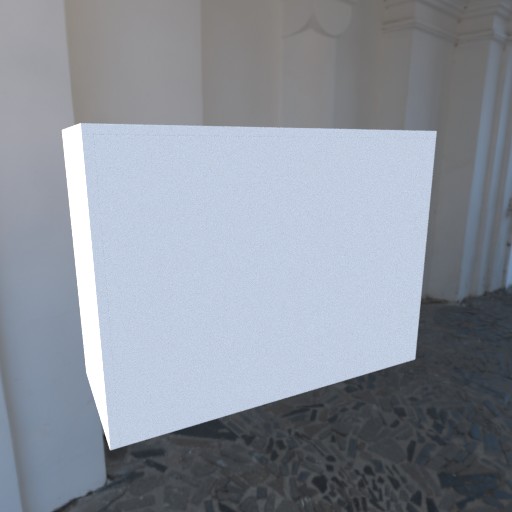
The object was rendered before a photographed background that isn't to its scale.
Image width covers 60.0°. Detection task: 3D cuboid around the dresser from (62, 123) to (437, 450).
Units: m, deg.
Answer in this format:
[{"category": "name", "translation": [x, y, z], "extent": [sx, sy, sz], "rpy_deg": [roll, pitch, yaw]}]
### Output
[{"category": "dresser", "translation": [0.000, 0.000, 1.505], "extent": [1.100, 0.820, 0.460], "rpy_deg": [-7, 16, -27]}]
